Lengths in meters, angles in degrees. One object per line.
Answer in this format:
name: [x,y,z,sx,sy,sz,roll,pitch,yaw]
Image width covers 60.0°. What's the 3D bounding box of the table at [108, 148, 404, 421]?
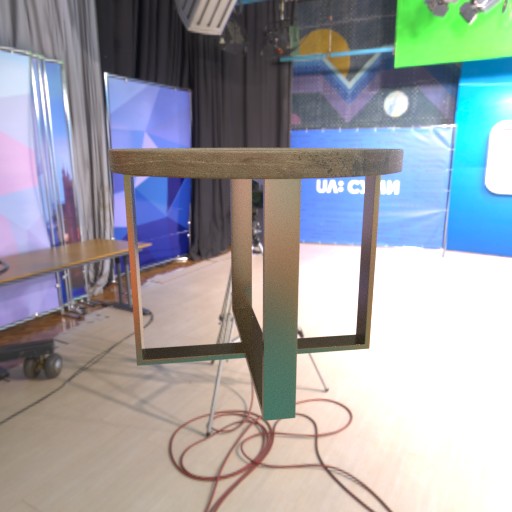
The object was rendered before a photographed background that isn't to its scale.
table: [0.000,0.000,0.931,0.557,0.437,0.557,0,14,0]
